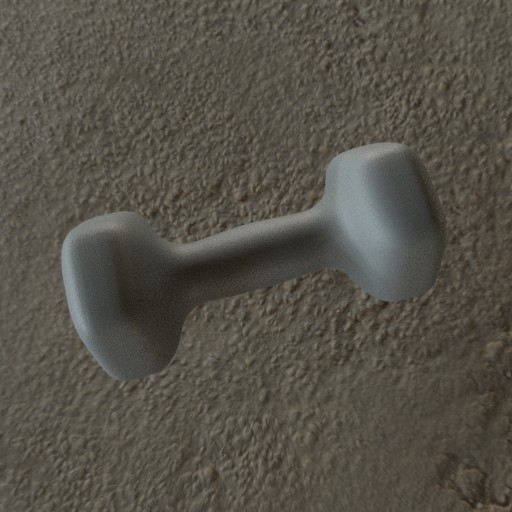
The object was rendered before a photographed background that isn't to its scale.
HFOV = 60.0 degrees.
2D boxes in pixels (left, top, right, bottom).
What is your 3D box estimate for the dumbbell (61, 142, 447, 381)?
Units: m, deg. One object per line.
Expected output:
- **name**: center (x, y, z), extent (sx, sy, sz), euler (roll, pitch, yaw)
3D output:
- **dumbbell**: center (0.000, 0.000, 0.235), extent (0.184, 0.081, 0.090), euler (-15, 75, -4)
